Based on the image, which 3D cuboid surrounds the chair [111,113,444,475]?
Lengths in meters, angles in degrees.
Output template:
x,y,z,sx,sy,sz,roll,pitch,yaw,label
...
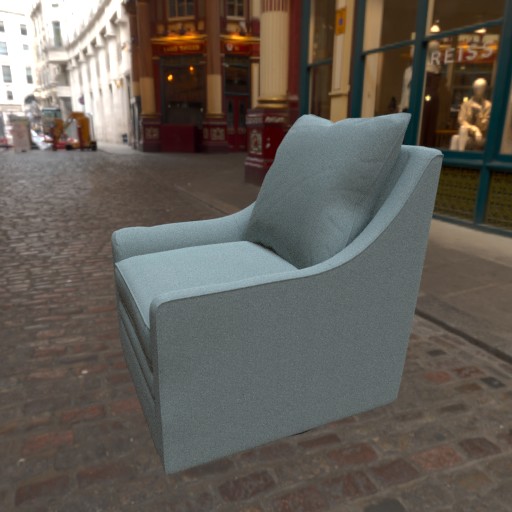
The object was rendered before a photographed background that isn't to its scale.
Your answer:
x,y,z,sx,sy,sz,roll,pitch,yaw,label
0.000,0.000,1.507,0.870,0.926,0.760,-8,19,-23,chair
